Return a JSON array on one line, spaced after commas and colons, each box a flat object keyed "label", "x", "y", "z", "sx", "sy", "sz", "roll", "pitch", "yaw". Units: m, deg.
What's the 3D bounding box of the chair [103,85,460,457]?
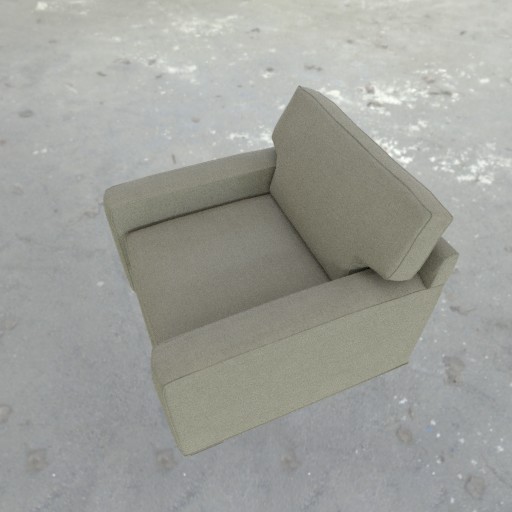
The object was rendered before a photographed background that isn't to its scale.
[{"label": "chair", "x": 0.000, "y": 0.000, "z": 1.815, "sx": 1.044, "sy": 0.934, "sz": 0.999, "roll": -17, "pitch": 49, "yaw": -15}]
